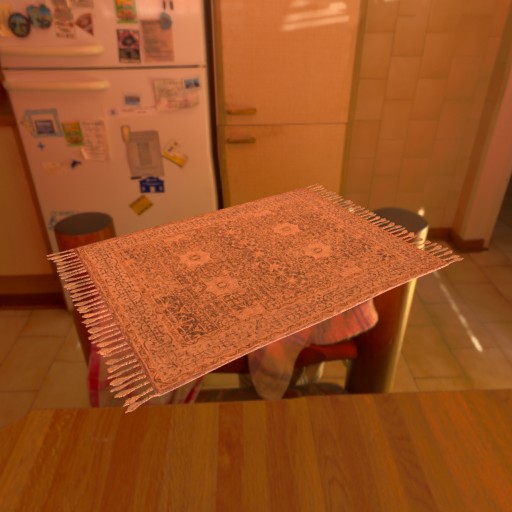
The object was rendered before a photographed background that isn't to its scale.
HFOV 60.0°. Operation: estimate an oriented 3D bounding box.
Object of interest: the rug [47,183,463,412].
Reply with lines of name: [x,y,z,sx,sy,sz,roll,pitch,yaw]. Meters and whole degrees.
rug: [0.000,0.000,3.093,2.465,0.023,1.619,-19,36,-28]
